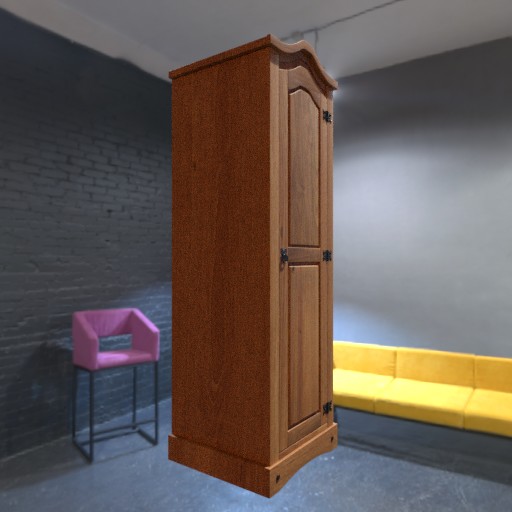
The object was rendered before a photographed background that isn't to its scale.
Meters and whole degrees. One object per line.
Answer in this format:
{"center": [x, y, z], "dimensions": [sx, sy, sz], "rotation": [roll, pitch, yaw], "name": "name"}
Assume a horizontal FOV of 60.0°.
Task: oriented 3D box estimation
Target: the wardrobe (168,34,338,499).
{"center": [0.000, 0.000, 2.110], "dimensions": [0.570, 1.870, 0.590], "rotation": [0, 0, 36], "name": "wardrobe"}
